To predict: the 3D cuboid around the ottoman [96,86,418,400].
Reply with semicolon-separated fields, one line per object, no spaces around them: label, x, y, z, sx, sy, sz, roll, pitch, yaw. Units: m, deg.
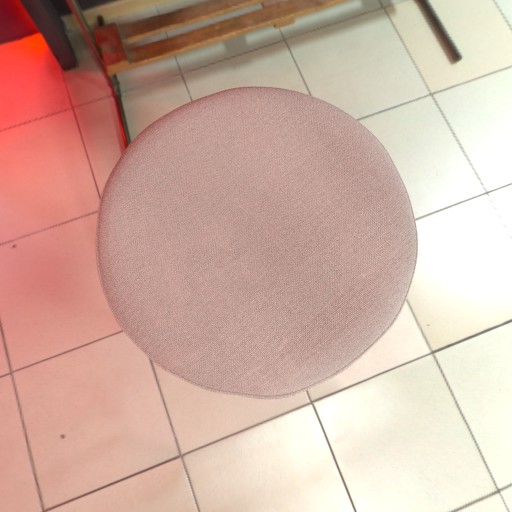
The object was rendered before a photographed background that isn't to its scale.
ottoman;0.000;0.000;0.838;0.497;0.409;0.497;0;75;0
